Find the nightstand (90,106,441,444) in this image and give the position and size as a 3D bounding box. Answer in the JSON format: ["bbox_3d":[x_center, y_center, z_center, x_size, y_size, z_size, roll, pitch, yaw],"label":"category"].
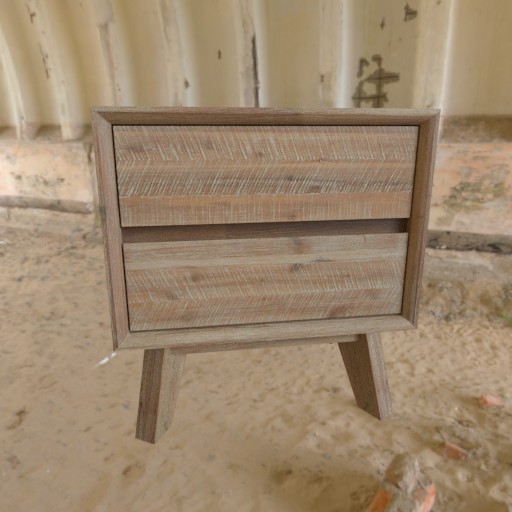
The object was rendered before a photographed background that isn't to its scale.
[{"bbox_3d":[0.000,0.000,0.954,0.552,0.589,0.396,-2,16,-9],"label":"nightstand"}]
